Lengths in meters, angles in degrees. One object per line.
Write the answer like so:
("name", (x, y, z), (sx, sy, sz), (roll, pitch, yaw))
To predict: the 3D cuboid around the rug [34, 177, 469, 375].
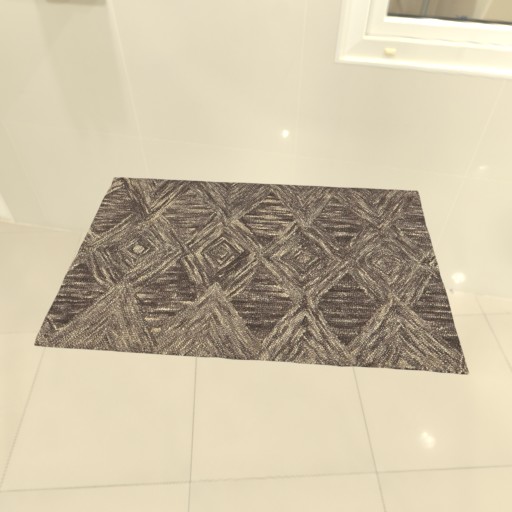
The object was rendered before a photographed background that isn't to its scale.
("rug", (0.000, 0.000, 2.232), (1.814, 0.012, 1.186), (3, 46, 3))
